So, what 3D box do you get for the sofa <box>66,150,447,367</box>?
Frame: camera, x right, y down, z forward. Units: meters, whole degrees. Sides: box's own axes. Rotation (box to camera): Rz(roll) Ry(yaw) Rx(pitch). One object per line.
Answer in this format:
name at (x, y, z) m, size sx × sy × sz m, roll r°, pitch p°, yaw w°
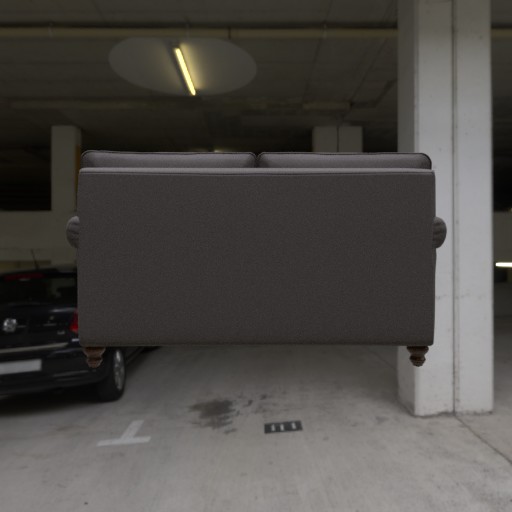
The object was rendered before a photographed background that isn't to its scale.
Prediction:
sofa at (0.000, 0.000, 2.272) m, size 1.665 × 0.937 × 0.964 m, roll 0°, pitch 0°, yaw -1°
